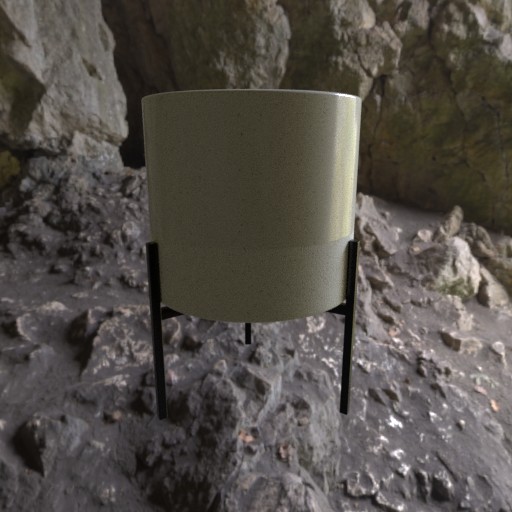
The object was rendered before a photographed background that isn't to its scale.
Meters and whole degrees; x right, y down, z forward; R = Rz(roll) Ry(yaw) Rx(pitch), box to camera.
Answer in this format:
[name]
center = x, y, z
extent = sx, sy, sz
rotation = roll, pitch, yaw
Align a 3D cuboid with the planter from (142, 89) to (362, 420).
[planter]
center = 0.000, 0.000, 0.344
extent = 0.159, 0.230, 0.152
rotation = 8, 17, 26
